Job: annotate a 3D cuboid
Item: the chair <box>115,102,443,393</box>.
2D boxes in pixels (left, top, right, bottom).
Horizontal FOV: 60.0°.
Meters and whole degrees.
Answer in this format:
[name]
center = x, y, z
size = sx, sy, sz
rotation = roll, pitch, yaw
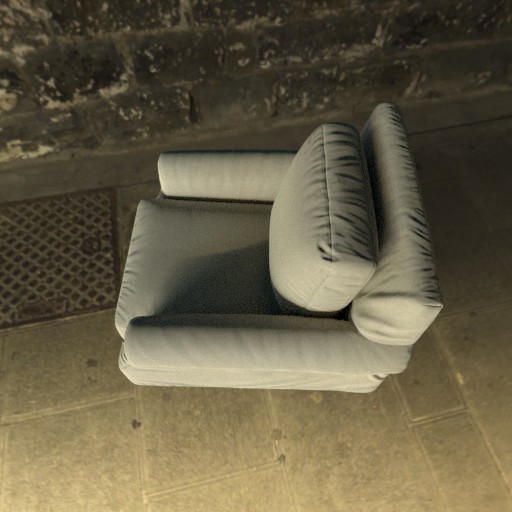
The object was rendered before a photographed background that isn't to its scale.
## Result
[chair]
center = 0.000, 0.000, 1.724
size = 1.066, 0.866, 0.940
rotation = 1, 58, 1
